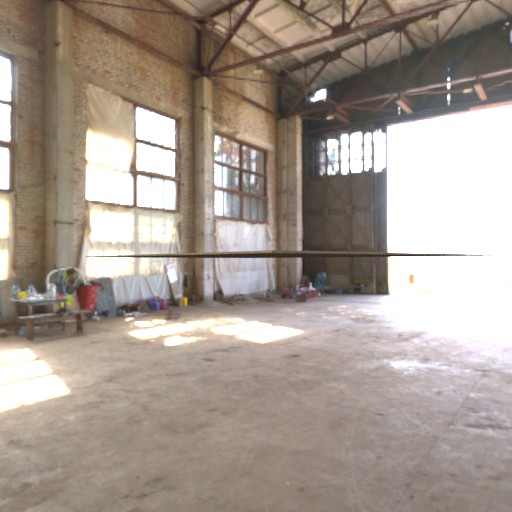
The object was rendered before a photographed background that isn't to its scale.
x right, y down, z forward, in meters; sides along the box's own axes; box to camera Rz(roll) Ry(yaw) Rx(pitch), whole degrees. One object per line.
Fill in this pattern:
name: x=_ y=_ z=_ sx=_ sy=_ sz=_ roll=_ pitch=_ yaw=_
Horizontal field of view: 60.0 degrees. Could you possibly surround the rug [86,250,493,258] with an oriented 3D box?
rug: x=0.000 y=0.000 z=2.307 sx=1.220 sy=0.007 sz=1.828 roll=0 pitch=-1 yaw=-36
